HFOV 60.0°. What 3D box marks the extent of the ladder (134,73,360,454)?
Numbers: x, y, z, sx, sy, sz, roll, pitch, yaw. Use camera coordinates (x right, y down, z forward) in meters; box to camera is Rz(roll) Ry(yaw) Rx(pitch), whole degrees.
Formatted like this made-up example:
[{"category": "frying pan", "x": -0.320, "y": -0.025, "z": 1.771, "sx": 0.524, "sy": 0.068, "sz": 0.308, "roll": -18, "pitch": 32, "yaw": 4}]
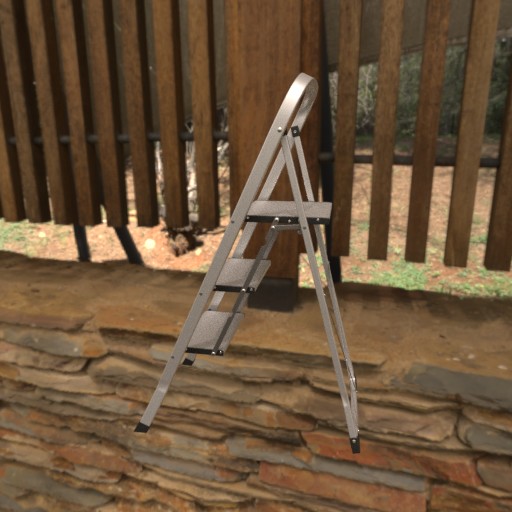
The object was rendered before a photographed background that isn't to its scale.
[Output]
[{"category": "ladder", "x": 0.000, "y": 0.000, "z": 1.427, "sx": 0.704, "sy": 1.070, "sz": 0.465, "roll": 3, "pitch": 15, "yaw": 10}]
